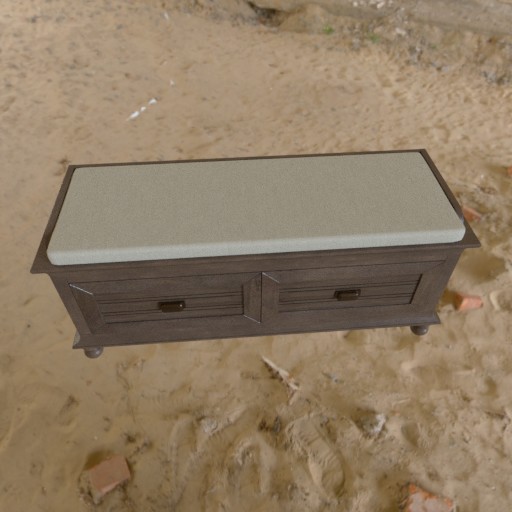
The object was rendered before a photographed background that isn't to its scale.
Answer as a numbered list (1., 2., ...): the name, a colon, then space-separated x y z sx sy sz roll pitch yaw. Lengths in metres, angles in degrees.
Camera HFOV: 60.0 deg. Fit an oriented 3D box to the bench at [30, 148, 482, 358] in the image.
1. bench: 0.000 0.000 1.440 1.185 0.501 0.402 -3 46 -3
